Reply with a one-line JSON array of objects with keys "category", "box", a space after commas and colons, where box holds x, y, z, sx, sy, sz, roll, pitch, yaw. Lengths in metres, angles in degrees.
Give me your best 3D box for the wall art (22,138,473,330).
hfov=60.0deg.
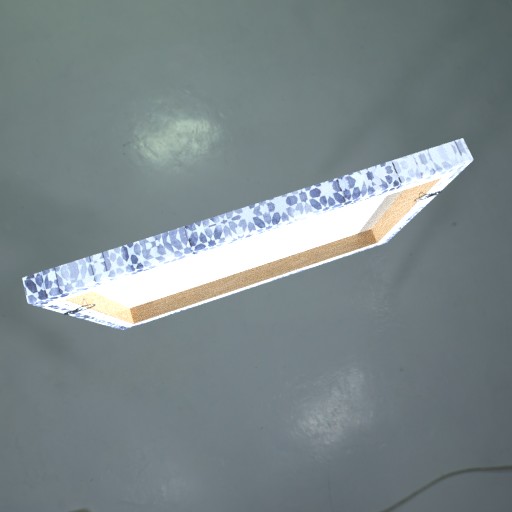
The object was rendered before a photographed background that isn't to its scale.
[{"category": "wall art", "box": [0.000, 0.000, 1.155, 0.911, 0.608, 0.057, -18, 77, -4]}]
